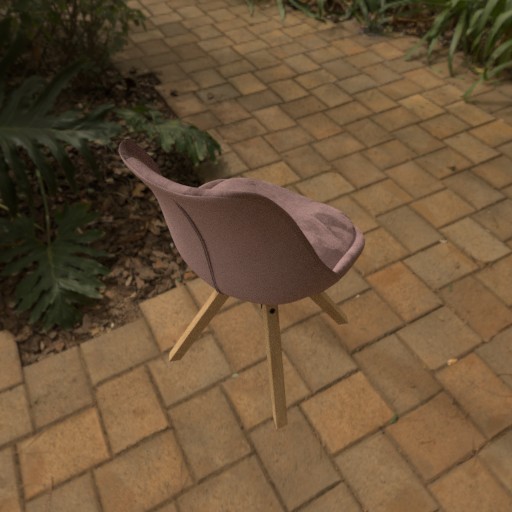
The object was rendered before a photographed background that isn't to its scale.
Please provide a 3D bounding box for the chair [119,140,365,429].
[{"bbox_3d":[0.000,0.000,1.164,0.485,0.850,0.550,25,52,22],"label":"chair"}]
